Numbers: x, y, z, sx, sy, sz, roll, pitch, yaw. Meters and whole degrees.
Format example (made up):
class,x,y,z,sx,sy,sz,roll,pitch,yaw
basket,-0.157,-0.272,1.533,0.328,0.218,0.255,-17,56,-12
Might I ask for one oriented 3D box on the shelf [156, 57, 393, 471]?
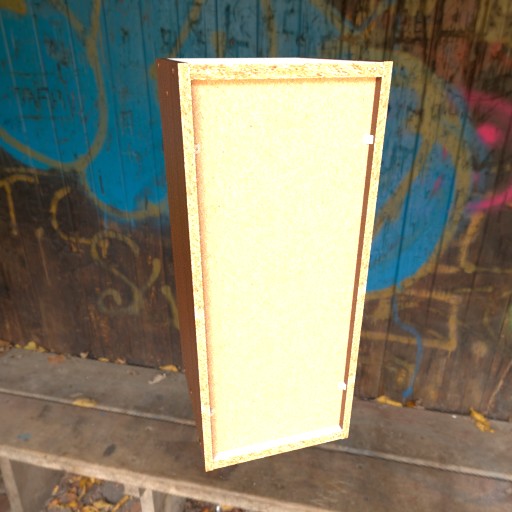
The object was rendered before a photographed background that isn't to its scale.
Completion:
class,x,y,z,sx,sy,sz,roll,pitch,yaw
shelf,0.000,0.000,0.740,0.253,0.600,0.290,-7,26,-14
